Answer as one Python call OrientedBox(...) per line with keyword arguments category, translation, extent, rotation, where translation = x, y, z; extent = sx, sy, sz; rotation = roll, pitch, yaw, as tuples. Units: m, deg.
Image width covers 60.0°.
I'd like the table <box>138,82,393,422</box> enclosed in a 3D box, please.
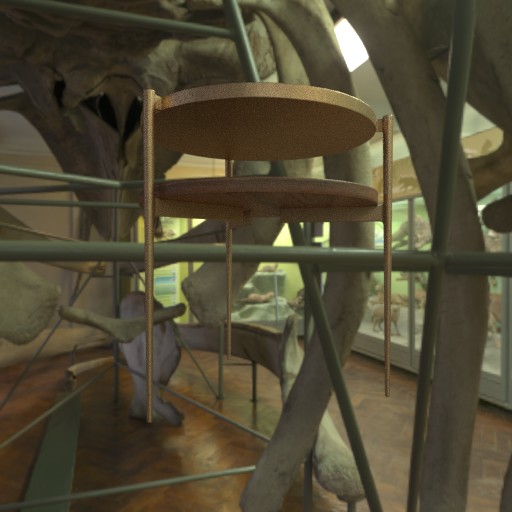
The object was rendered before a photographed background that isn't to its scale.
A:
OrientedBox(category="table", translation=(0.000, 0.000, 0.837), extent=(0.430, 0.493, 0.456), rotation=(0, 0, -17))
